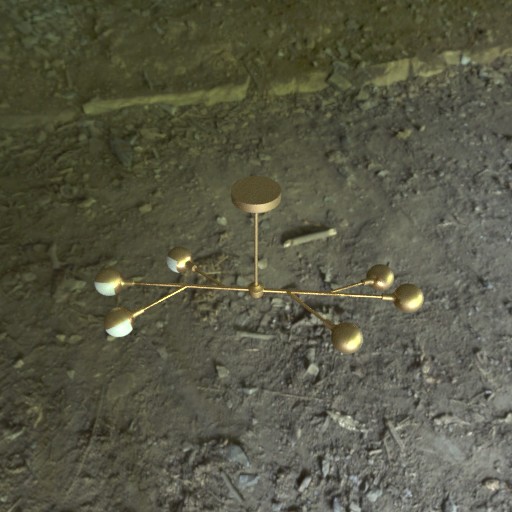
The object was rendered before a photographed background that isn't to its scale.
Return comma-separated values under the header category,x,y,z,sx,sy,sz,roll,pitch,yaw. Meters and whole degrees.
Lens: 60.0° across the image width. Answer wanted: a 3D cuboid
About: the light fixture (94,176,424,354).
category,x,y,z,sx,sy,sz,roll,pitch,yaw
light fixture,0.000,0.000,1.012,0.778,0.362,0.434,14,45,15
